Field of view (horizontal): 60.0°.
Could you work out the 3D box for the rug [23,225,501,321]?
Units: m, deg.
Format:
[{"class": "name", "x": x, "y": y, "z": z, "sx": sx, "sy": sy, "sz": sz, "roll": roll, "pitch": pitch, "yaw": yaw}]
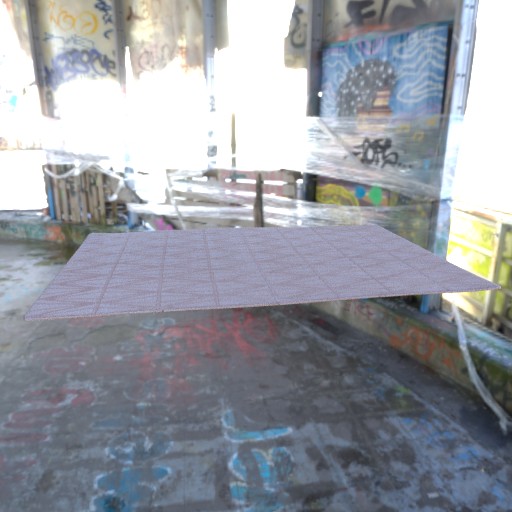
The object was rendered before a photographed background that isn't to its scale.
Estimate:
[{"class": "rug", "x": 0.000, "y": 0.000, "z": 2.239, "sx": 1.837, "sy": 0.025, "sz": 1.230, "roll": -3, "pitch": 17, "yaw": -9}]
